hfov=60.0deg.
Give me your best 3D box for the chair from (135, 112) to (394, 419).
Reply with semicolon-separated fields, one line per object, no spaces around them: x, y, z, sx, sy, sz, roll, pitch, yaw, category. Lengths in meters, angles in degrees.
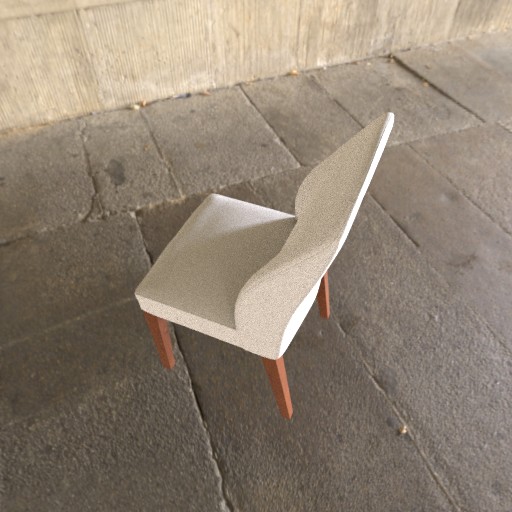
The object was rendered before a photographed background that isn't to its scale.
0.000;0.000;1.251;0.540;0.893;0.472;17;49;15;chair
